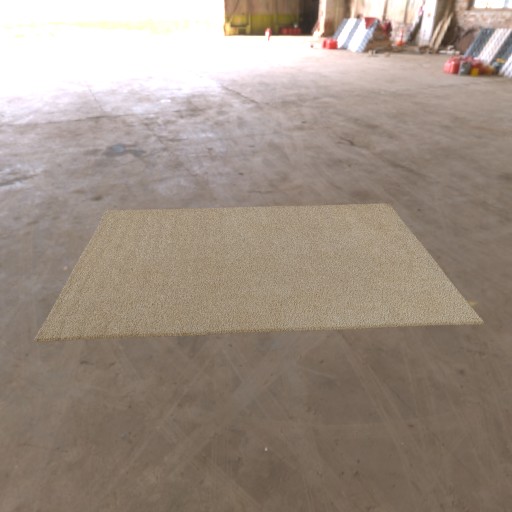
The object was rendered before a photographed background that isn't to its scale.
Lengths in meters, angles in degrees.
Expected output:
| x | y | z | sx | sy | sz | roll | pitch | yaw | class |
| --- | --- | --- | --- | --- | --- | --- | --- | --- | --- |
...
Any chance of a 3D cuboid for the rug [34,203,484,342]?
| x | y | z | sx | sy | sz | roll | pitch | yaw | class |
| --- | --- | --- | --- | --- | --- | --- | --- | --- | --- |
| 0.000 | 0.000 | 3.430 | 2.699 | 0.025 | 1.800 | -2 | 31 | -3 | rug |
